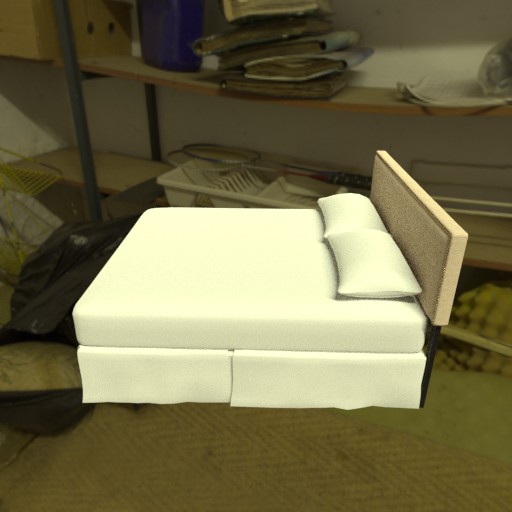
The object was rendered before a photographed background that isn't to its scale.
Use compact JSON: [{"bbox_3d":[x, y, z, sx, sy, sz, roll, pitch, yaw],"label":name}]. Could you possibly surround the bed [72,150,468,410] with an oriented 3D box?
[{"bbox_3d":[0.000,0.000,2.854,1.876,1.016,1.616,1,26,2],"label":"bed"}]
